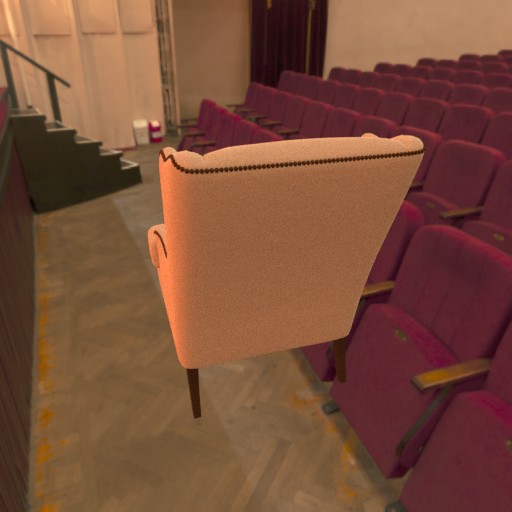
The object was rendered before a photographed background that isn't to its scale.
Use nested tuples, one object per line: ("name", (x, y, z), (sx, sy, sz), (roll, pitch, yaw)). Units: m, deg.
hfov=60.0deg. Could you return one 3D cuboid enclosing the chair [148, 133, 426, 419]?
("chair", (0.000, 0.000, 1.682), (0.737, 1.029, 0.940), (-8, 28, -16))
